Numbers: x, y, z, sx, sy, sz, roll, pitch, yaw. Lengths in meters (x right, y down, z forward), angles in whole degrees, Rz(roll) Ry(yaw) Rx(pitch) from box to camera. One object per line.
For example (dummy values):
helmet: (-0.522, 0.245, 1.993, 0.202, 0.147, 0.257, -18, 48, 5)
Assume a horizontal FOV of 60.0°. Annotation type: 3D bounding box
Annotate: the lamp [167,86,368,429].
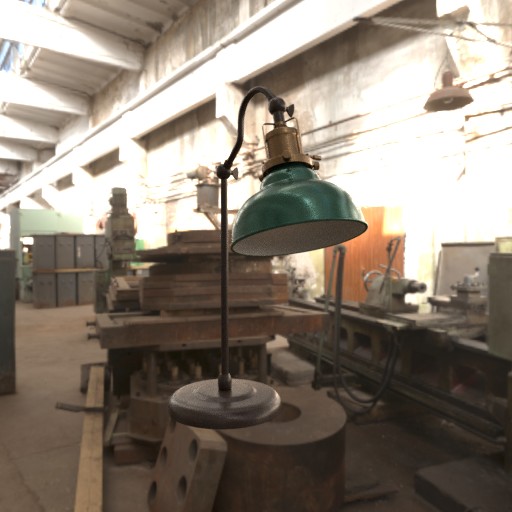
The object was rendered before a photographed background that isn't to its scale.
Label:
lamp: (0.000, 0.000, 0.668, 0.192, 0.508, 0.374, 0, 0, -35)
